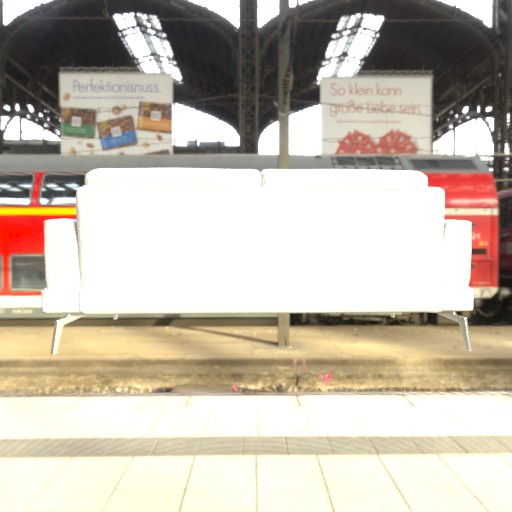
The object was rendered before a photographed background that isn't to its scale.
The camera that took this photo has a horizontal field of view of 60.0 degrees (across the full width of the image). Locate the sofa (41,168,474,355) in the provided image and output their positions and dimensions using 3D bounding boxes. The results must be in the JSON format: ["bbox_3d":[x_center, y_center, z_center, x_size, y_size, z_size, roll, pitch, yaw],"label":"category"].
[{"bbox_3d":[0.000,0.000,2.685,2.177,0.930,1.121,0,1,-2],"label":"sofa"}]
